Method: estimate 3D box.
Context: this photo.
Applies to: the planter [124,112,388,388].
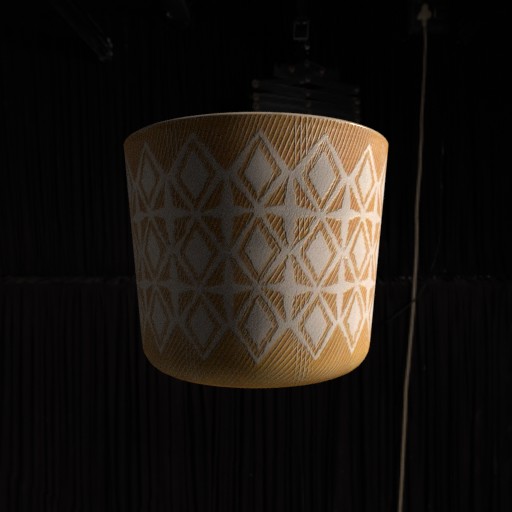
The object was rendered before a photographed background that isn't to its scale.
[{"bbox_3d":[0.000,0.000,0.222,0.126,0.104,0.126,0,0,0],"label":"planter"}]
